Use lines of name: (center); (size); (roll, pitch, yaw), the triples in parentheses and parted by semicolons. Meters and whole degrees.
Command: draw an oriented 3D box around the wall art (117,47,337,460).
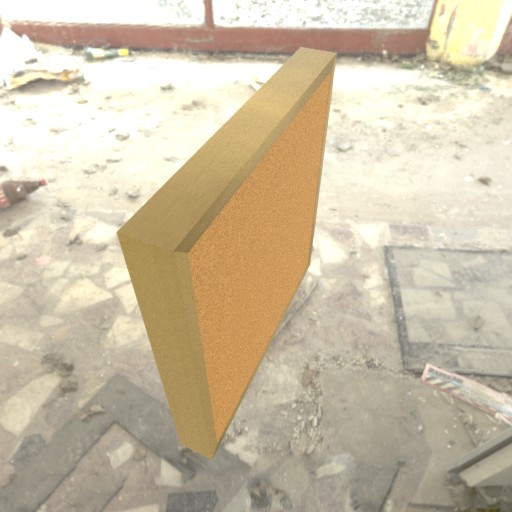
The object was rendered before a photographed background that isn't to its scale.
wall art: (0.000, 0.000, 0.454); (0.038, 0.305, 0.304); (18, 48, 17)
